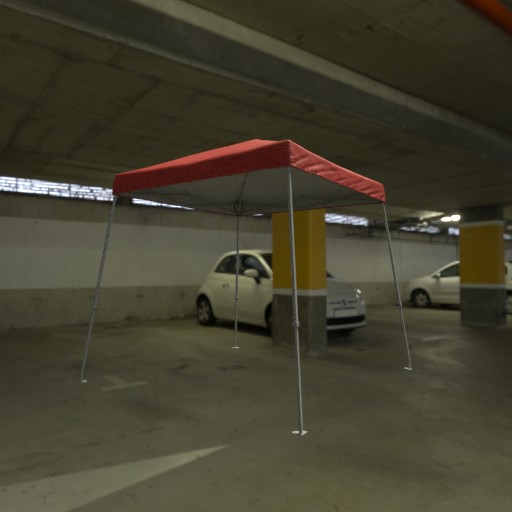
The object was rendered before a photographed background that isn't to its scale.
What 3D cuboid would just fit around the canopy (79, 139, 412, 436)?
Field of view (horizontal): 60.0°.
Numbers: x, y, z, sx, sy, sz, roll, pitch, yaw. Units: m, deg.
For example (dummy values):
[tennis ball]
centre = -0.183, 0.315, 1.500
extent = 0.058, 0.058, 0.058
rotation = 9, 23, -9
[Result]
[canopy]
centre = 0.000, 0.000, 5.352
extent = 2.848, 2.849, 2.849
rotation = -2, -3, 35
